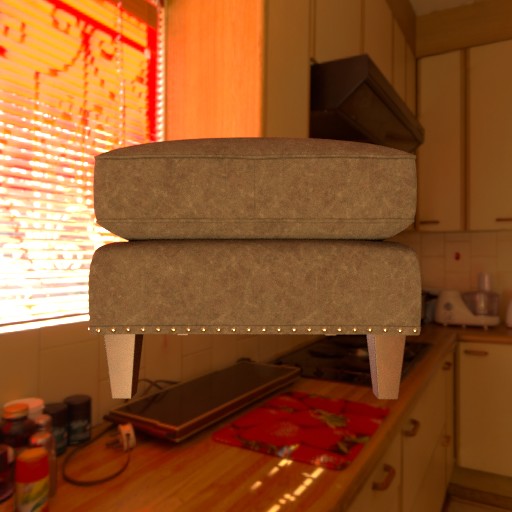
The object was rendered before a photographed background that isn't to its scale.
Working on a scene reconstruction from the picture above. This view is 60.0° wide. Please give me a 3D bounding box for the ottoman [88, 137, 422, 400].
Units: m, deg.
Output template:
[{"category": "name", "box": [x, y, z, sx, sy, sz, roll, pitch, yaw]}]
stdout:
[{"category": "ottoman", "box": [0.000, 0.000, 1.128, 0.584, 0.513, 0.741, 0, 0, 0]}]
